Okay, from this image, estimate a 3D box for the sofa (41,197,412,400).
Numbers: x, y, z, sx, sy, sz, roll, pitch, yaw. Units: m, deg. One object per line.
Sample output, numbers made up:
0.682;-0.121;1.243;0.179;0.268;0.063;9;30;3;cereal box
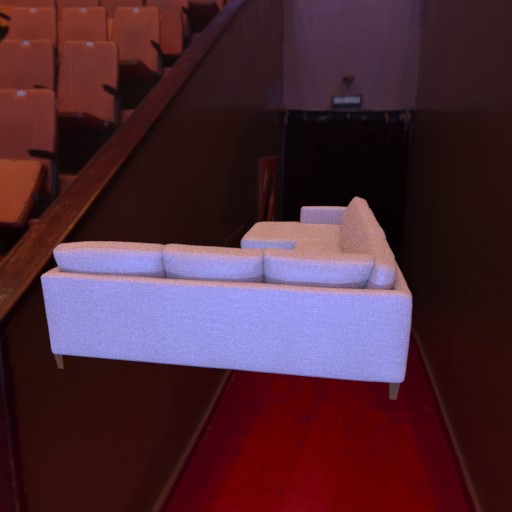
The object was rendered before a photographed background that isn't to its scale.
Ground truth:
0.000;0.000;4.640;2.594;0.961;3.460;3;16;9;sofa
